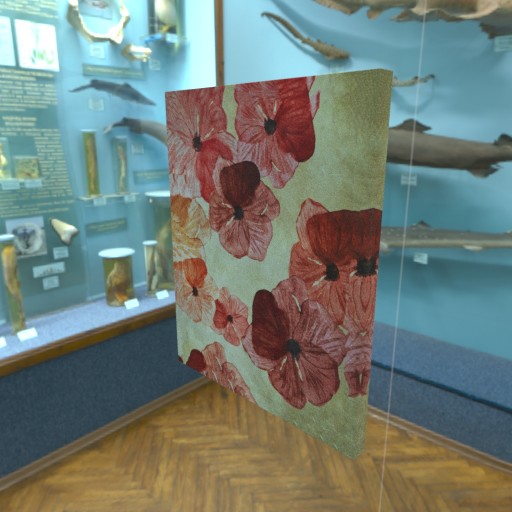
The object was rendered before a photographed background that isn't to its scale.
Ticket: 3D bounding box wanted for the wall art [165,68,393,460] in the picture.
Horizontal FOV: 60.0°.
[{"bbox_3d":[0.000,0.000,0.696,0.406,0.508,0.028,14,21,42],"label":"wall art"}]
